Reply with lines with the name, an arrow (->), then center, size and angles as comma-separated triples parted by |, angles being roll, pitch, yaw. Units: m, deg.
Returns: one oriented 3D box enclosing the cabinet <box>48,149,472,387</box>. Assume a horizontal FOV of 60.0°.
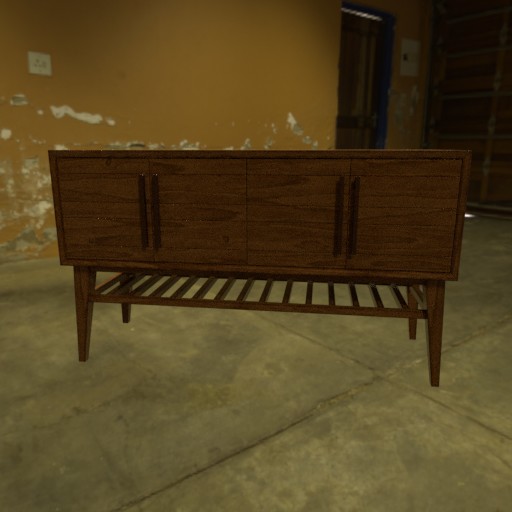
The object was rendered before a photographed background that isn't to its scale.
cabinet -> 0.000, 0.000, 1.723 | 1.363, 0.802, 0.477 | 2, 14, 8
